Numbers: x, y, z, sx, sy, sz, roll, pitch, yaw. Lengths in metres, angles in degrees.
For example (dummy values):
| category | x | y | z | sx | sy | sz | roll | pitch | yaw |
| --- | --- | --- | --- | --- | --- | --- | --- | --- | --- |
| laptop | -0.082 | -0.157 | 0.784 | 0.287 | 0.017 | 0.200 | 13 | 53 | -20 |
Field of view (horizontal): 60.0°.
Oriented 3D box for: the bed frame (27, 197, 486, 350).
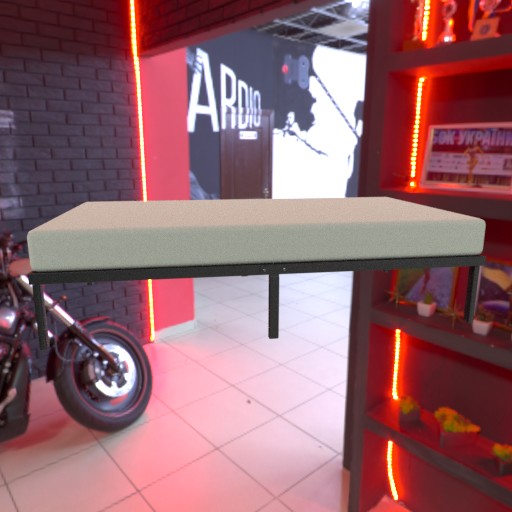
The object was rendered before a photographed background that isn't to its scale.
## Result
| category | x | y | z | sx | sy | sz | roll | pitch | yaw |
| --- | --- | --- | --- | --- | --- | --- | --- | --- | --- |
| bed frame | 0.000 | 0.000 | 3.195 | 2.635 | 0.680 | 1.393 | -2 | 14 | -9 |
